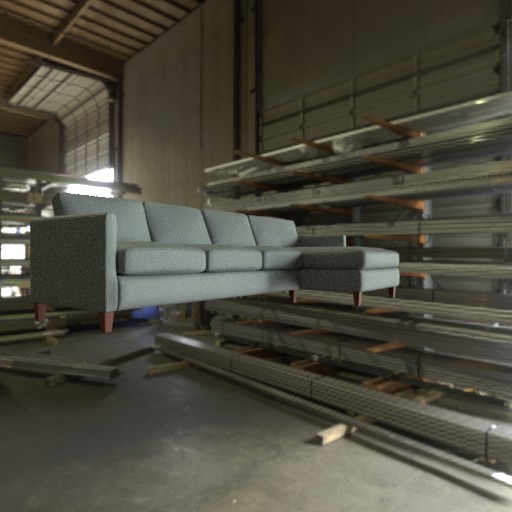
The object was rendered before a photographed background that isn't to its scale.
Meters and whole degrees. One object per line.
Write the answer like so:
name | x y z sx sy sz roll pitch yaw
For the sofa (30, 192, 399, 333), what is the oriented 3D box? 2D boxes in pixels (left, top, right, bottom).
sofa | 0.000 0.000 4.134 1.604 0.950 3.471 0 0 36
